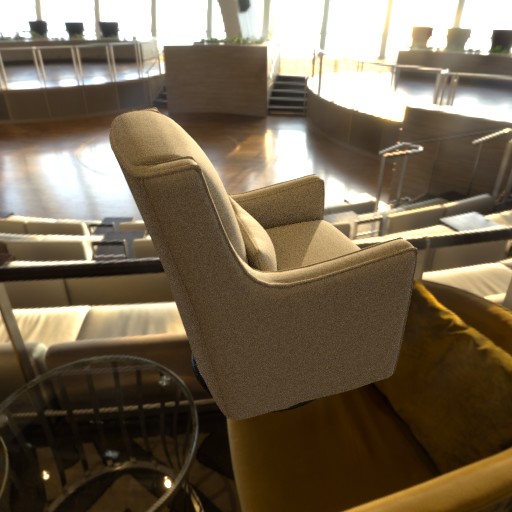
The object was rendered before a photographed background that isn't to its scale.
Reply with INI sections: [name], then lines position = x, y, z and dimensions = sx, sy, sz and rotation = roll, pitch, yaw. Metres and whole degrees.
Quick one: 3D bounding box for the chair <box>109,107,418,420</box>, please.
[chair]
position = 0.000, 0.000, 1.614
dimensions = 0.879, 0.993, 0.732
rotation = -10, 32, -17
